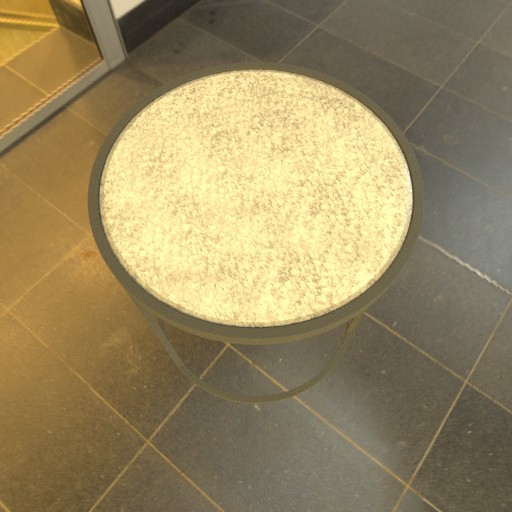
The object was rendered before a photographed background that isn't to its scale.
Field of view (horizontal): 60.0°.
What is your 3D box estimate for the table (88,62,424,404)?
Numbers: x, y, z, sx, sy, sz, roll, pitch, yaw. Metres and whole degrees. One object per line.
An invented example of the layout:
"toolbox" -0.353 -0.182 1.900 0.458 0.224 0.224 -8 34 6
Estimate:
"table" 0.000 0.000 0.849 0.470 0.498 0.470 0 63 0
